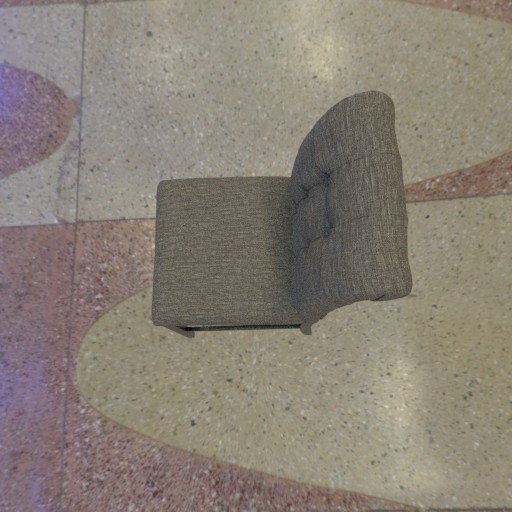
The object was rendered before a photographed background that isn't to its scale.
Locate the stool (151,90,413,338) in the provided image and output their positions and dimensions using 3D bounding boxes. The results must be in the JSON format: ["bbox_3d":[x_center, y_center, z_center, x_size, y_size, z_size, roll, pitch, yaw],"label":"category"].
[{"bbox_3d":[0.000,0.000,1.415,0.613,1.131,0.452,-1,76,0],"label":"stool"}]
